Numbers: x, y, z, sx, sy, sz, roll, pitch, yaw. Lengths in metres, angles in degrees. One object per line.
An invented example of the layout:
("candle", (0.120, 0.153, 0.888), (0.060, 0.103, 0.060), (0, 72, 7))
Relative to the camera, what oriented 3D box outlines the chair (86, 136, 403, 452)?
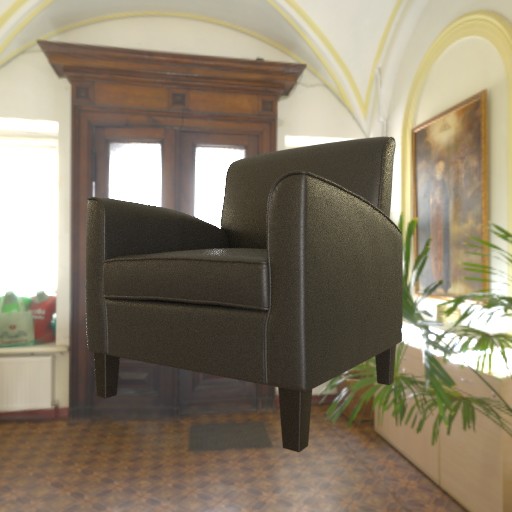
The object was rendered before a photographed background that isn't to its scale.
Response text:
("chair", (0.000, 0.000, 1.544), (0.820, 0.916, 0.819), (0, -1, 34))
